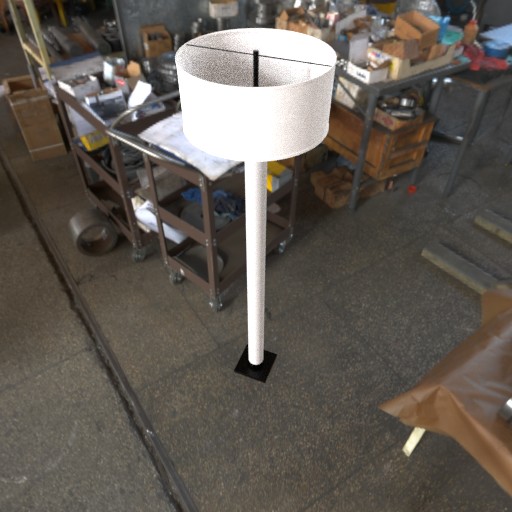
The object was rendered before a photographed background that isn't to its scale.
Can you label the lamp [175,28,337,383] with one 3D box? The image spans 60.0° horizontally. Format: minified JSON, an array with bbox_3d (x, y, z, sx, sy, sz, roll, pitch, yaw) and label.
[{"bbox_3d":[0.000,0.000,1.658,0.420,1.475,0.420,16,46,16],"label":"lamp"}]
